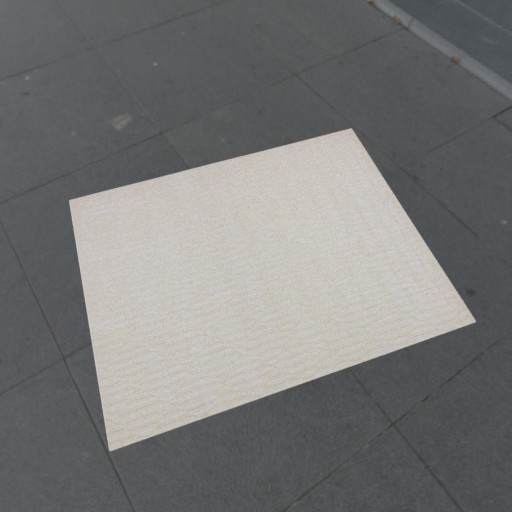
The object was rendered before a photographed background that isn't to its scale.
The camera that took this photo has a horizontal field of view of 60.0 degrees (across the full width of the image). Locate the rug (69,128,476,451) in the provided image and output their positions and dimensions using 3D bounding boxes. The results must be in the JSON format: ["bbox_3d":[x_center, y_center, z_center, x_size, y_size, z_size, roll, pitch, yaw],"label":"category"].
[{"bbox_3d":[0.000,0.000,4.023,3.055,0.021,2.410,-16,60,-10],"label":"rug"}]
